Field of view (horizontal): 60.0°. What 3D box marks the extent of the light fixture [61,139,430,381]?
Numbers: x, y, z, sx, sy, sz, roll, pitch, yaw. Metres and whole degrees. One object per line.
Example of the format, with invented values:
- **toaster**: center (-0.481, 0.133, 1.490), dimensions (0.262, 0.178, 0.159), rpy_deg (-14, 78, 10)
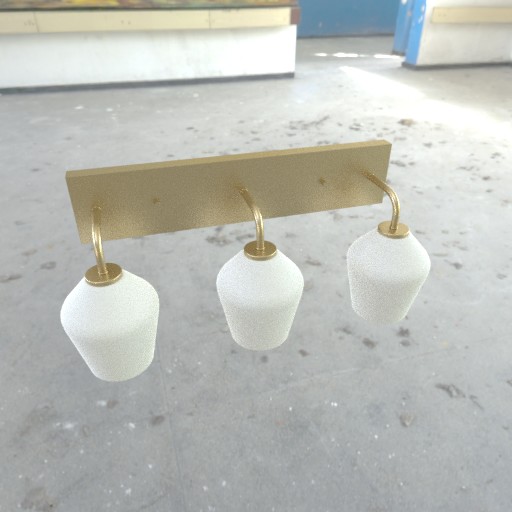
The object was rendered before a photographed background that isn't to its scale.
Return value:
- **light fixture**: center (0.000, 0.000, 0.722), dimensions (0.609, 0.280, 0.190), rpy_deg (-9, 33, -14)
